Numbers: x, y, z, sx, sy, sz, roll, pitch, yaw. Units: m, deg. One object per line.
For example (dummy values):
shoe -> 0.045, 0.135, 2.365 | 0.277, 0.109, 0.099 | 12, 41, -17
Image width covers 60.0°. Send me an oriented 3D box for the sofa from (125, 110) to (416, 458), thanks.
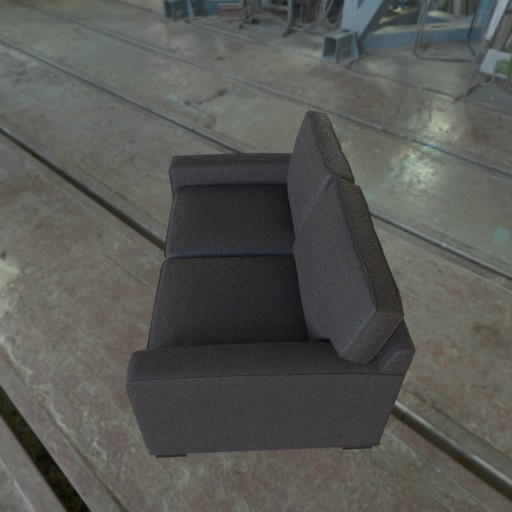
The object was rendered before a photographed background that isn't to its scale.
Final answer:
sofa -> 0.000, 0.000, 2.139 | 0.974, 0.887, 1.534 | -2, 42, -2
